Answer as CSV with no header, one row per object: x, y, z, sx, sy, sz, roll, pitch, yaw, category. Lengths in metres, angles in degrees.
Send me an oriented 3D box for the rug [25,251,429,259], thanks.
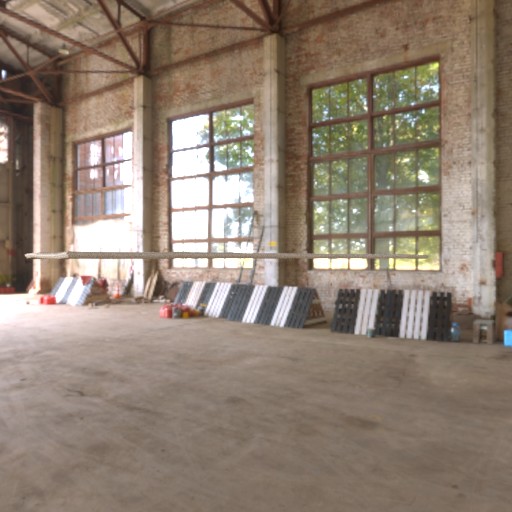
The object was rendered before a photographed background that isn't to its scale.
0.000,0.000,2.677,2.381,0.035,0.832,0,0,-37,rug
